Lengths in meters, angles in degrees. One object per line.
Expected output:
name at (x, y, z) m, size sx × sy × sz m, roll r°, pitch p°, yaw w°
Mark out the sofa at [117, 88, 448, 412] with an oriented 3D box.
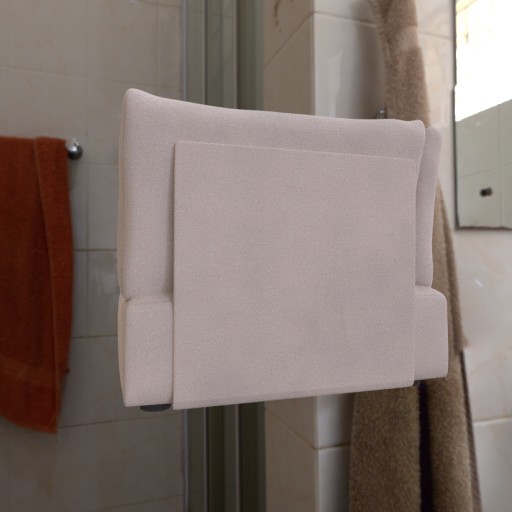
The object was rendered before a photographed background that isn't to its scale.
sofa at (0.000, 0.000, 1.674) m, size 1.000 × 0.820 × 1.000 m, roll 0°, pitch -1°, yaw -17°
